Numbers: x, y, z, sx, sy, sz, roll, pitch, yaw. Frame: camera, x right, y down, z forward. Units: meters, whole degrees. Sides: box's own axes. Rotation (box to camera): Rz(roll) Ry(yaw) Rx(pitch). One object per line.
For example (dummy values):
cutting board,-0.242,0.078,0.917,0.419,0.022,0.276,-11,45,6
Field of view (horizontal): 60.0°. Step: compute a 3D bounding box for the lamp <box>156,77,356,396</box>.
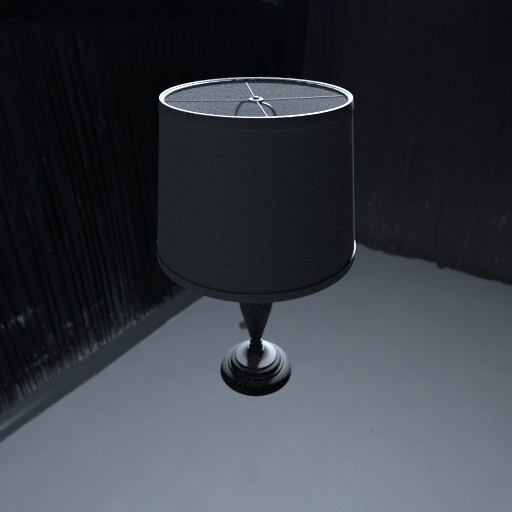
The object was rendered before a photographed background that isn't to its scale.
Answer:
lamp,0.000,0.000,0.716,0.310,0.501,0.310,0,31,0
